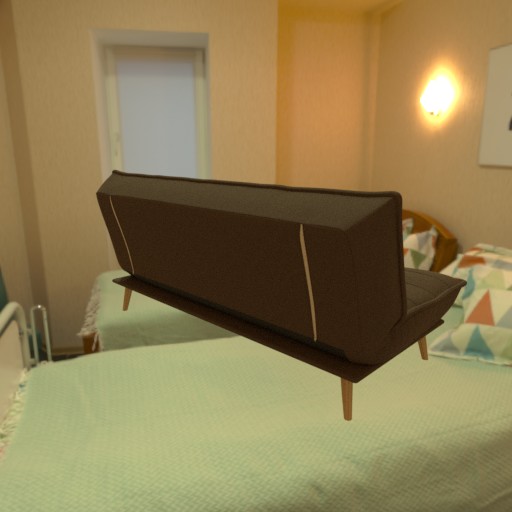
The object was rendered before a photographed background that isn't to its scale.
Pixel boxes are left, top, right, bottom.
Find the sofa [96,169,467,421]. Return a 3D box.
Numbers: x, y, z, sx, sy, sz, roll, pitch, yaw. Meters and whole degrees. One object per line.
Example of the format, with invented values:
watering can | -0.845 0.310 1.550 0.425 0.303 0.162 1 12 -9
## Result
sofa | 0.000 0.000 2.446 1.940 0.890 0.950 13 19 43
